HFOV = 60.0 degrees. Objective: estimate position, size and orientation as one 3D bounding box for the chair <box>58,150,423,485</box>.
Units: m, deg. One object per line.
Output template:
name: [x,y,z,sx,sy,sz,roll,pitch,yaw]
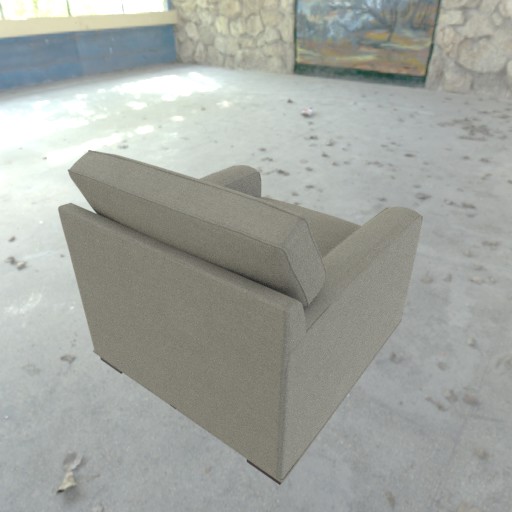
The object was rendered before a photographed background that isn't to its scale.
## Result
chair: [0.000,0.000,1.809,0.999,0.934,1.044,21,37,31]
